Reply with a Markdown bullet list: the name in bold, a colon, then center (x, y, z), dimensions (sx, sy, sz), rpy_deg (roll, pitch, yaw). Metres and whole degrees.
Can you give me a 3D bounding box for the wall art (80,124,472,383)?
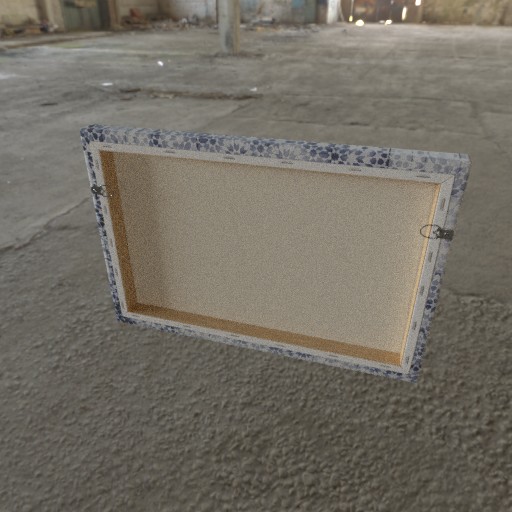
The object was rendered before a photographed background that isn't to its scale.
- **wall art**: center (0.000, 0.000, 1.164), dimensions (0.911, 0.608, 0.057), rpy_deg (9, 31, 15)
